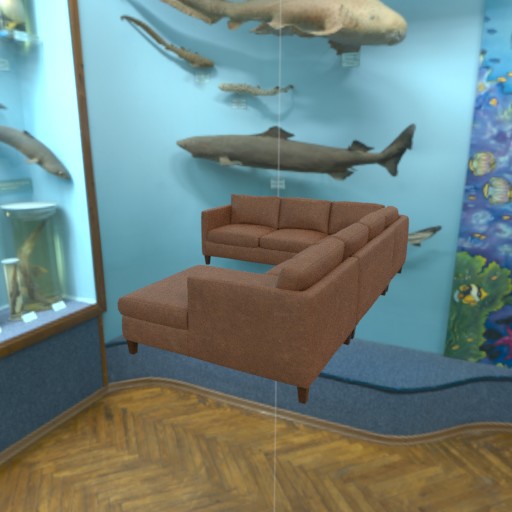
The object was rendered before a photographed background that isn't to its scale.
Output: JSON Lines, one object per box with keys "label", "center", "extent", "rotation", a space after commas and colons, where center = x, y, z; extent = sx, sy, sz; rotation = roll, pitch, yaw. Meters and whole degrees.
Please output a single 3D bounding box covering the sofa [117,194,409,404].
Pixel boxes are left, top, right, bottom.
{"label": "sofa", "center": [0.000, 0.000, 4.752], "extent": [2.593, 0.923, 3.460], "rotation": [8, 16, 27]}
